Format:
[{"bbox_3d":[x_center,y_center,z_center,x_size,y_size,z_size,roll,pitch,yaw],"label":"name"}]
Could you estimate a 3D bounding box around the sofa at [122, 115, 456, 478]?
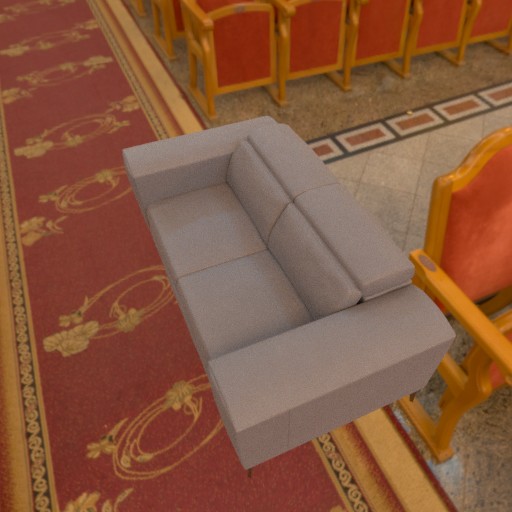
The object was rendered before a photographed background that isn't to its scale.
[{"bbox_3d":[0.000,0.000,2.424,1.003,0.779,1.895,-18,50,-16],"label":"sofa"}]
